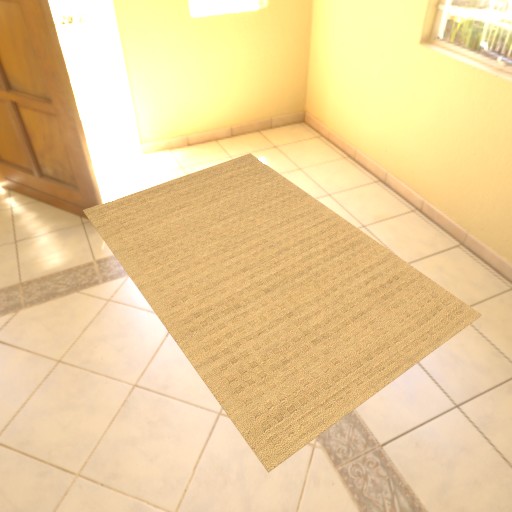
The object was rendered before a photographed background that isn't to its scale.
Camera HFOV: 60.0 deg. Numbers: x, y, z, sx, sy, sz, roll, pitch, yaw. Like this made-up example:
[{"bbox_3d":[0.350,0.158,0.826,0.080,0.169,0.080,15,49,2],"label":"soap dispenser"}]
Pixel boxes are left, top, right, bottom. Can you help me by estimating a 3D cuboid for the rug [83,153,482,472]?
[{"bbox_3d":[0.000,0.000,2.197,1.142,0.006,1.752,-25,47,-26],"label":"rug"}]
